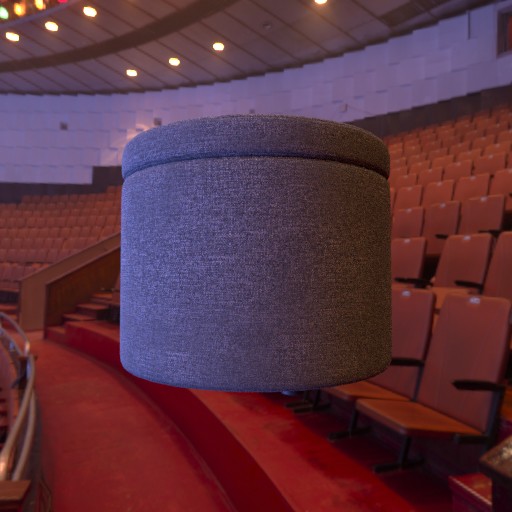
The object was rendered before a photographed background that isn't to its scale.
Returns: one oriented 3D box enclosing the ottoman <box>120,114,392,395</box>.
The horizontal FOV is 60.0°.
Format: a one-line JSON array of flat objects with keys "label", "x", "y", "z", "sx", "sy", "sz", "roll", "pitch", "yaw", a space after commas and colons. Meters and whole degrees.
[{"label": "ottoman", "x": 0.000, "y": 0.000, "z": 0.858, "sx": 0.500, "sy": 0.419, "sz": 0.500, "roll": 0, "pitch": -2, "yaw": 0}]
